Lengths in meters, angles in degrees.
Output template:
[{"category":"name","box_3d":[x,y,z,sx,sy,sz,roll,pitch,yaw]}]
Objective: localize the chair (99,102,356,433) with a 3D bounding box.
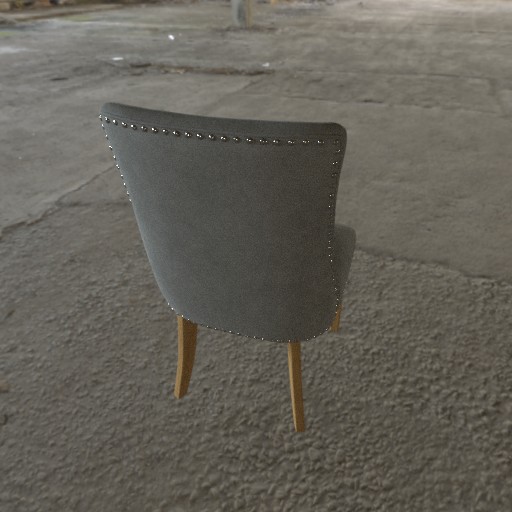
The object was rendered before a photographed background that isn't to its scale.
[{"category":"chair","box_3d":[0.000,0.000,1.221,0.495,0.902,0.610,10,34,15]}]
